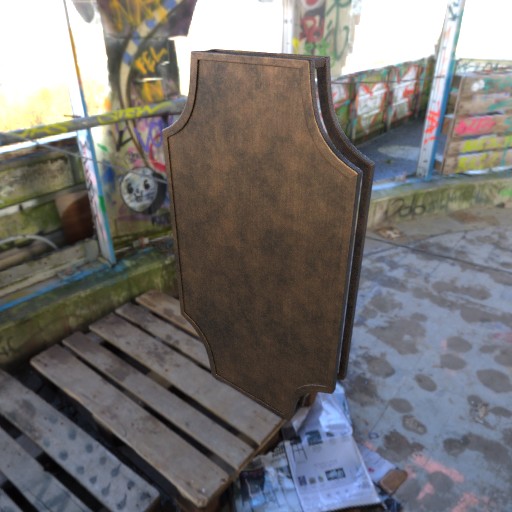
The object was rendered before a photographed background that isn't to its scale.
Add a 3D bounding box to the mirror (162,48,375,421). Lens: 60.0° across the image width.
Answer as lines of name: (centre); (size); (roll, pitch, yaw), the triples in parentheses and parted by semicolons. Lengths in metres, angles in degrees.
mirror: (0.000, 0.000, 0.973); (0.462, 0.811, 0.066); (21, 35, 32)
